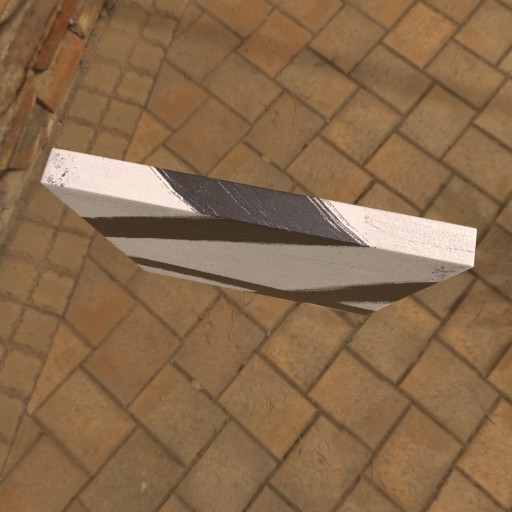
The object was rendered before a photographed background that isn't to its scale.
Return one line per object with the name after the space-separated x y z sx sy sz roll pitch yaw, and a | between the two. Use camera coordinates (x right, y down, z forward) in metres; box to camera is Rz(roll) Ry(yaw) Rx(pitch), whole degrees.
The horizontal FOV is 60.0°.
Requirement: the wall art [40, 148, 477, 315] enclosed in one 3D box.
0.000 0.000 0.756 0.507 0.508 0.050 11 76 3 | wall art
